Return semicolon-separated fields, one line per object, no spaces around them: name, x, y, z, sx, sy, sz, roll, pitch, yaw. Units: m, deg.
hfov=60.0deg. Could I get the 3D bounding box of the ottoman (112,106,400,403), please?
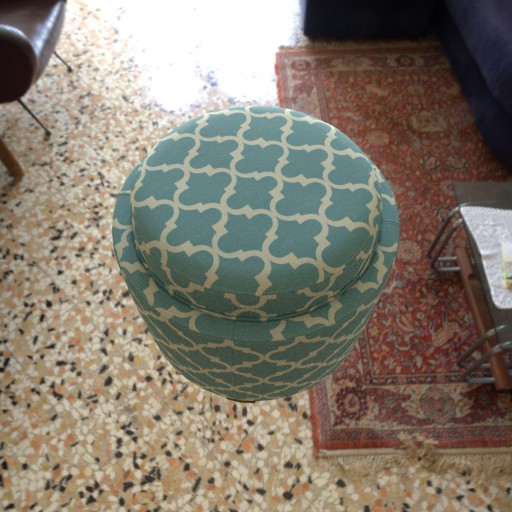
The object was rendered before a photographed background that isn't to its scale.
ottoman;0.000;0.000;0.854;0.480;0.429;0.480;0;57;0
